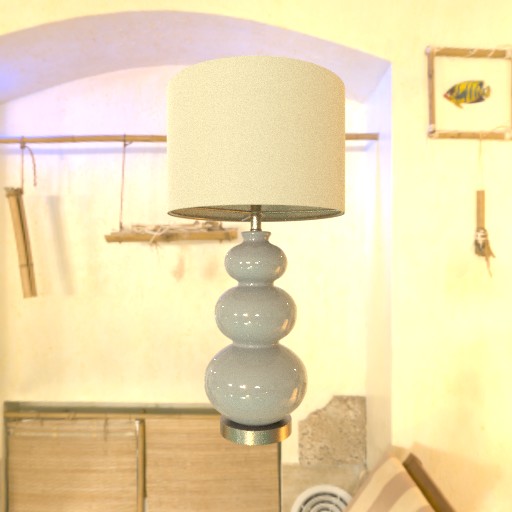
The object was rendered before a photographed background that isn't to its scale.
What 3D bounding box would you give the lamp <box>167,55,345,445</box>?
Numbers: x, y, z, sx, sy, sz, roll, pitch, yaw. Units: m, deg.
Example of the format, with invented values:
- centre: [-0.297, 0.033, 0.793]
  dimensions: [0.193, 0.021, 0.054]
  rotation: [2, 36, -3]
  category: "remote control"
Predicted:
- centre: [0.000, 0.000, 0.929]
  dimensions: [0.367, 0.730, 0.367]
  rotation: [0, 0, 0]
  category: "lamp"
